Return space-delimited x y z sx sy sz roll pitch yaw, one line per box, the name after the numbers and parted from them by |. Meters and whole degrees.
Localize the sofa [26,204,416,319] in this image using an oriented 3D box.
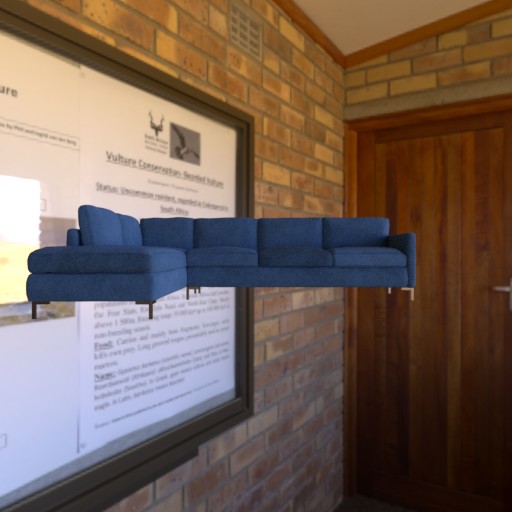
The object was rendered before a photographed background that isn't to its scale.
0.000 0.000 3.804 2.949 0.815 2.007 0 0 0 | sofa
